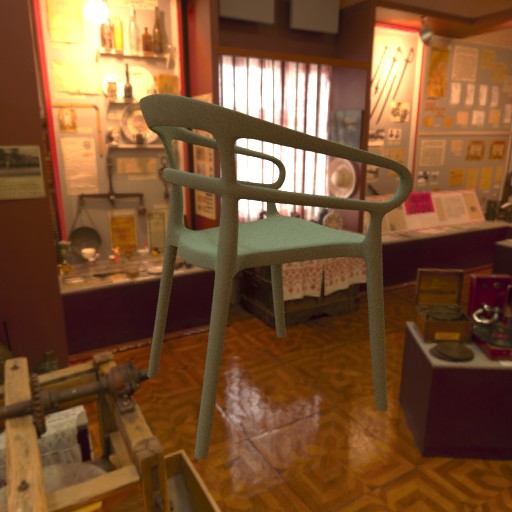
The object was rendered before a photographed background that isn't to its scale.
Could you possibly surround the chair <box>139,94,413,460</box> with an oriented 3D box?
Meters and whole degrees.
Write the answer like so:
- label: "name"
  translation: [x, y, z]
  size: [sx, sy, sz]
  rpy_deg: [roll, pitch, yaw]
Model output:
- label: "chair"
  translation: [0.000, 0.000, 1.147]
  size: [0.527, 0.761, 0.559]
  rpy_deg: [-8, 16, -27]
